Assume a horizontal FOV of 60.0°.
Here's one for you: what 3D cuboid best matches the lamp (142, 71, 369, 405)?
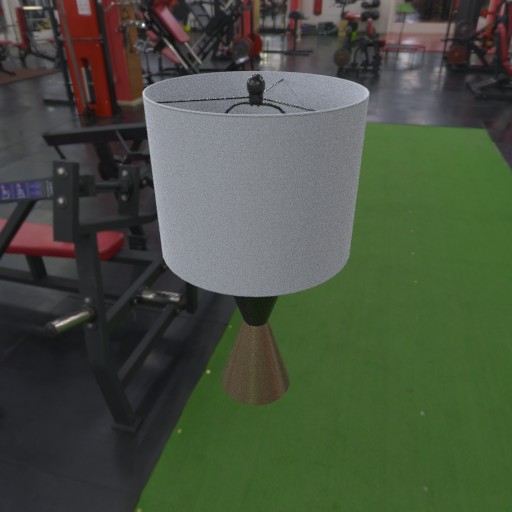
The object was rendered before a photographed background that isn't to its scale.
[{"bbox_3d":[0.000,0.000,0.744,0.304,0.573,0.304,9,32,15],"label":"lamp"}]
